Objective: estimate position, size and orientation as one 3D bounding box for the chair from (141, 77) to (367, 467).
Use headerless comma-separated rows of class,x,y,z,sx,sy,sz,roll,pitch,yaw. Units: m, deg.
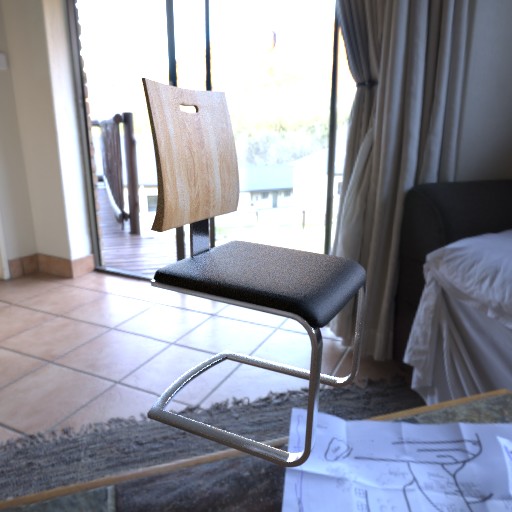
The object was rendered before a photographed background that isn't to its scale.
chair,0.000,0.000,1.264,0.560,0.936,0.462,8,17,26
